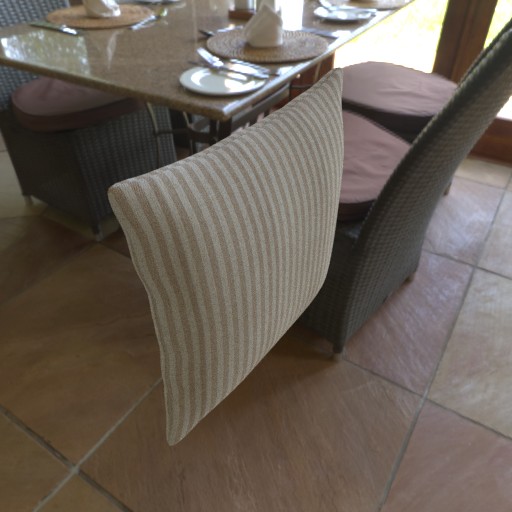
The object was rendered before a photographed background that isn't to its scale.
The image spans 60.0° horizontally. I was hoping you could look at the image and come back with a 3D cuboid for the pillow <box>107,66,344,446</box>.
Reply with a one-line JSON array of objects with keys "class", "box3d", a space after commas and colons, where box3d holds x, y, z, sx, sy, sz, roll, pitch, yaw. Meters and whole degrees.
[{"class": "pillow", "box3d": [0.000, 0.000, 0.774, 0.166, 0.510, 0.523, 25, 45, 27]}]
